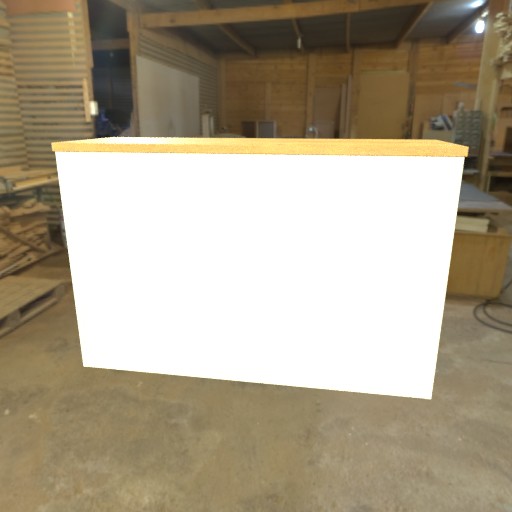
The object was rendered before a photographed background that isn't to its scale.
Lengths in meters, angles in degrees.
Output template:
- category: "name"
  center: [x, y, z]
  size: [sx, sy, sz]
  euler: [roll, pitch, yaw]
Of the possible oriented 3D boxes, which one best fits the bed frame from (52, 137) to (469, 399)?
- category: "bed frame"
  center: [0.000, 0.000, 1.692]
  size: [1.300, 0.850, 0.430]
  euler: [3, 18, 9]
